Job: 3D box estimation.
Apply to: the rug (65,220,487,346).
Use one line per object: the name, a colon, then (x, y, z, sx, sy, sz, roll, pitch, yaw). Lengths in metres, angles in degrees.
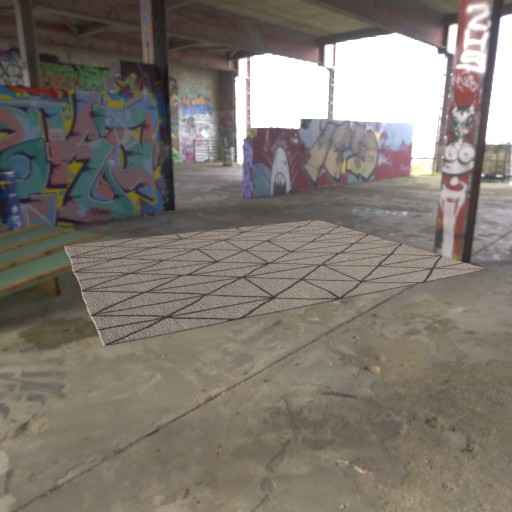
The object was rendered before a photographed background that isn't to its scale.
rug: (0.000, 0.000, 4.038, 3.061, 0.022, 2.468, -8, 17, -26)
